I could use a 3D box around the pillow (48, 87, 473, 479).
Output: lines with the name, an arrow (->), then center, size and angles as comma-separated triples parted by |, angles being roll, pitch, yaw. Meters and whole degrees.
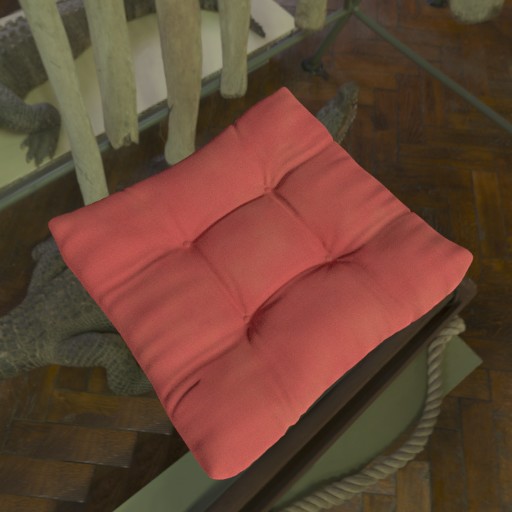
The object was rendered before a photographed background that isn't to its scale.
pillow -> 0.000, 0.000, 0.709 | 0.490, 0.128, 0.468 | -35, 70, -15
